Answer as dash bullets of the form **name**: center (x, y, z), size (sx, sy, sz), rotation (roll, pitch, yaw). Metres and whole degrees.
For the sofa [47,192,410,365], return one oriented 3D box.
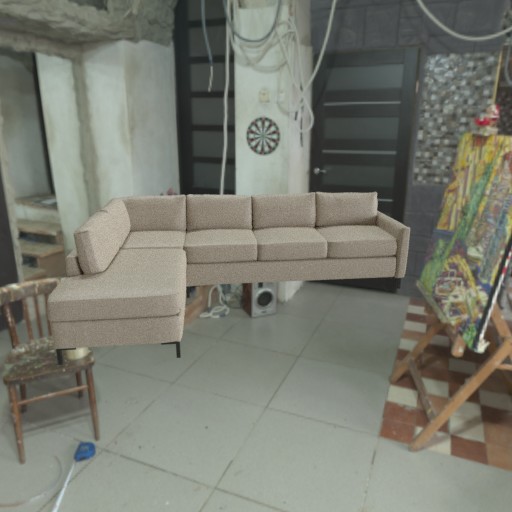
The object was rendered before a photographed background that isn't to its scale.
- **sofa**: center (0.000, 0.000, 3.204), size (2.423, 0.703, 1.617), rotation (-2, 17, -6)
